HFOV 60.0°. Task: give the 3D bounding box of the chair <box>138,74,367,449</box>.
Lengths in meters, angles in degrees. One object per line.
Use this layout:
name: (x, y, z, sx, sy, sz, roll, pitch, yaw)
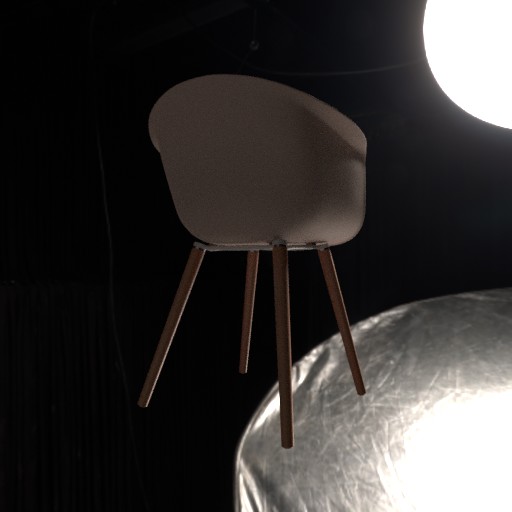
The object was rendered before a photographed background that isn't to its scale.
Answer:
chair: (0.000, 0.000, 1.183, 0.593, 0.781, 0.504, 0, 0, 35)
